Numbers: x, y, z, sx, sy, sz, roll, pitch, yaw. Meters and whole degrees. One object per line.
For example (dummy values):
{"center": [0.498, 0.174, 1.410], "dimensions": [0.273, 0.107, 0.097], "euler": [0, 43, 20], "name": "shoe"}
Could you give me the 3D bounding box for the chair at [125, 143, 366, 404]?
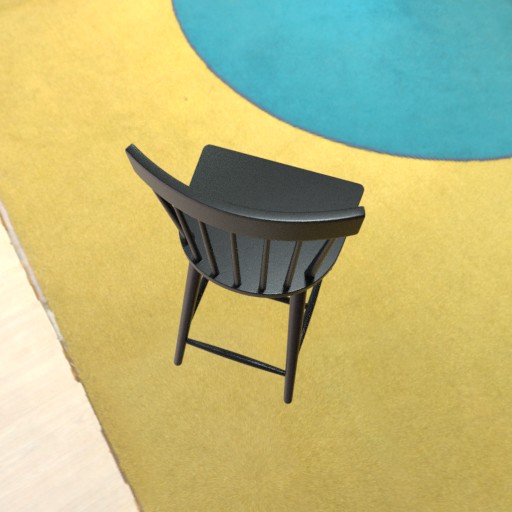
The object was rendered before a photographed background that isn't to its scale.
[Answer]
{"center": [0.000, 0.000, 1.281], "dimensions": [0.483, 0.952, 0.572], "euler": [17, 64, 8], "name": "chair"}
